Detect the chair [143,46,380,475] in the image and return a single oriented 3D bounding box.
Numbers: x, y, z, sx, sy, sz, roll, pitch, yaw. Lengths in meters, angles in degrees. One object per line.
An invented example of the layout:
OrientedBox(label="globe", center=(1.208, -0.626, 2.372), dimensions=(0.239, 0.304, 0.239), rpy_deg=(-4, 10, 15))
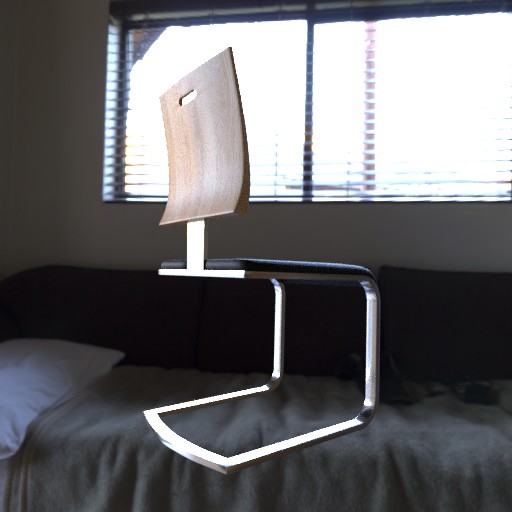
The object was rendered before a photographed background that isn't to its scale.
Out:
OrientedBox(label="chair", center=(0.000, 0.000, 1.267), dimensions=(0.560, 0.936, 0.462), rpy_deg=(1, -2, -37))
